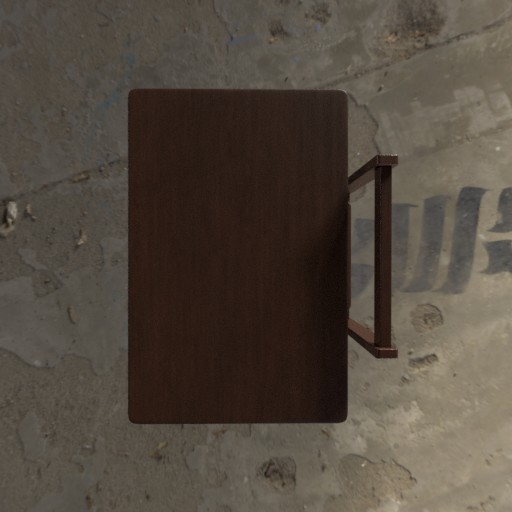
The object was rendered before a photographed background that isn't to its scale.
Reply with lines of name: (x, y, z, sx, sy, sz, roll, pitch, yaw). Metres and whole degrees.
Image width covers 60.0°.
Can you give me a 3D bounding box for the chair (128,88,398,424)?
chair: (0.000, 0.000, 1.061, 0.463, 0.673, 0.599, 0, 90, -1)
